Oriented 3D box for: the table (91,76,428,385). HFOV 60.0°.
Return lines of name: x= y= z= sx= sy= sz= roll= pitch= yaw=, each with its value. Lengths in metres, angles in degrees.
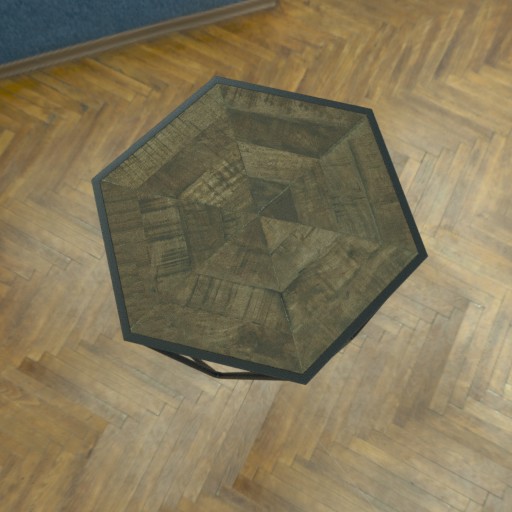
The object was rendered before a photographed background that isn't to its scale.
table: x=0.000 y=0.000 z=1.036 sx=0.579 sy=0.564 sz=0.578 roll=-15 pitch=77 yaw=-4
